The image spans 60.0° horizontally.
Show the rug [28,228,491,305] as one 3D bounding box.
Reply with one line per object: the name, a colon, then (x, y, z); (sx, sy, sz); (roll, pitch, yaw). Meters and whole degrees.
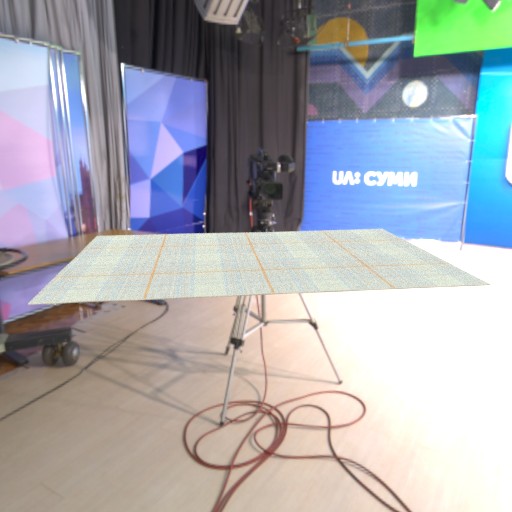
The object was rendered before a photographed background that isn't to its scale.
rug: (0.000, 0.000, 3.044); (2.442, 0.016, 1.527); (-2, 15, -7)
